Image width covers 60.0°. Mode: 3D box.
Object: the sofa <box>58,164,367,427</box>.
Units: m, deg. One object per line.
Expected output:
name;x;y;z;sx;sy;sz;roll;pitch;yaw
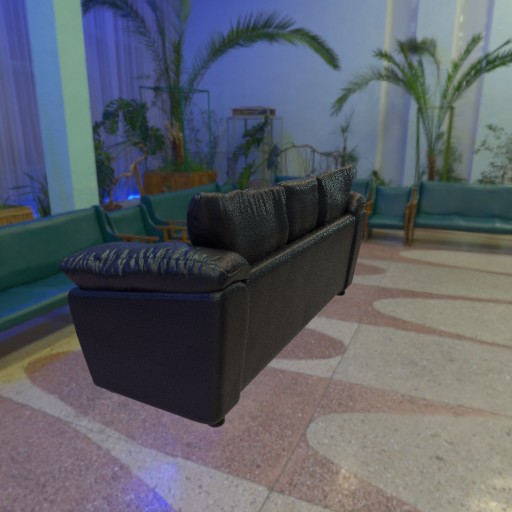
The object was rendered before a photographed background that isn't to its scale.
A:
sofa;0.000;0.000;2.862;0.880;1.073;2.336;8;17;26
